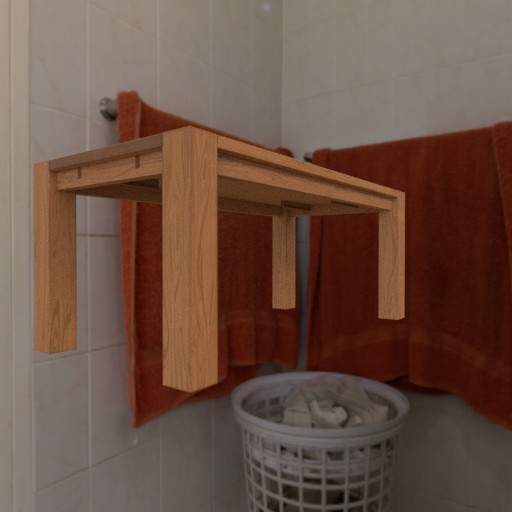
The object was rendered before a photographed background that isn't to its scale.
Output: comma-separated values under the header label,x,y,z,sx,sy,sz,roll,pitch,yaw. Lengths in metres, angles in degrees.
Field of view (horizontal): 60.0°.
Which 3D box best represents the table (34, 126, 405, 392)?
label,x,y,z,sx,sy,sz,roll,pitch,yaw
table,0.000,0.000,2.247,0.900,0.760,1.800,0,1,37
